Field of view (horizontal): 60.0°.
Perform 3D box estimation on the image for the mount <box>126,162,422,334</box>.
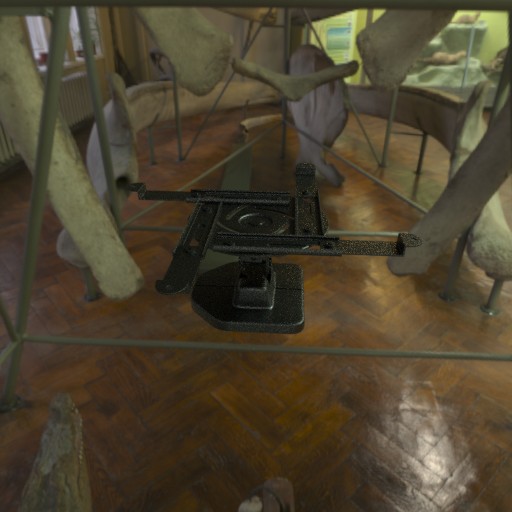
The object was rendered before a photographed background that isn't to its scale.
[{"bbox_3d":[0.000,0.000,0.618,0.394,0.141,0.394,2,30,4],"label":"mount"}]
